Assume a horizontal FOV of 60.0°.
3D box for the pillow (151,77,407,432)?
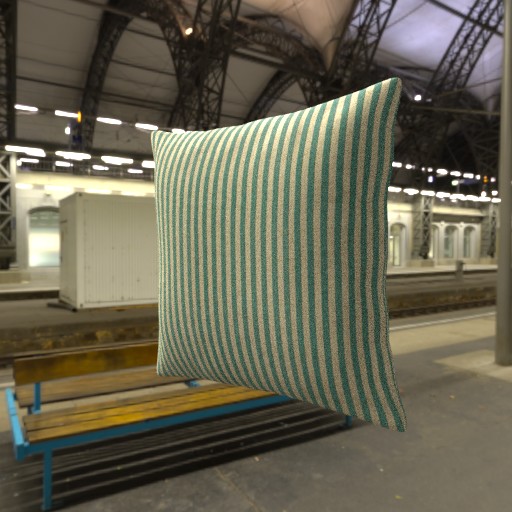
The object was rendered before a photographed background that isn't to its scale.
[{"bbox_3d":[0.000,0.000,0.778,0.523,0.510,0.166,1,2,36],"label":"pillow"}]
